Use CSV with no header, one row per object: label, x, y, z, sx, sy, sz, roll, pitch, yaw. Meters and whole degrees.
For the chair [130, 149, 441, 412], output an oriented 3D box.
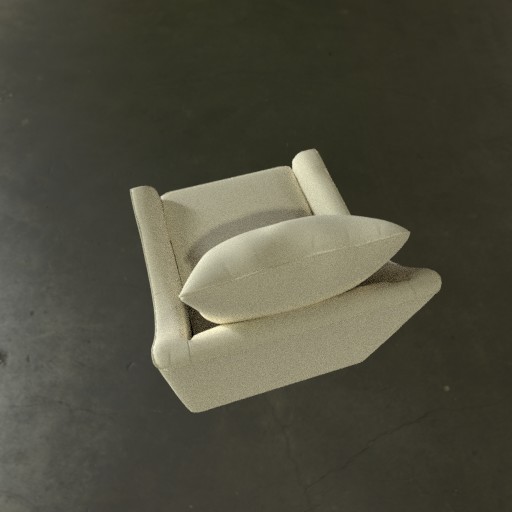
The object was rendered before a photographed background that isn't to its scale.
chair,0.000,0.000,1.565,0.756,0.965,0.876,-15,59,-9
